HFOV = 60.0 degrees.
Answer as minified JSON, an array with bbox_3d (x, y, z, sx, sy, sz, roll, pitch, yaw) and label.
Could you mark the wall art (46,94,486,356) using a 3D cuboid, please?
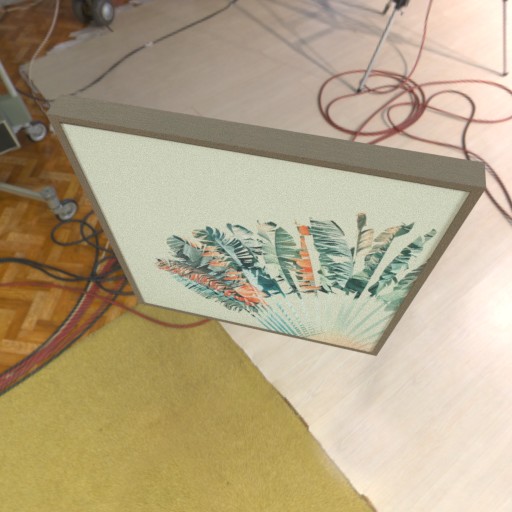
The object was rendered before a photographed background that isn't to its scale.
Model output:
[{"bbox_3d":[0.000,0.000,0.722,0.508,0.506,0.038,11,58,7],"label":"wall art"}]
